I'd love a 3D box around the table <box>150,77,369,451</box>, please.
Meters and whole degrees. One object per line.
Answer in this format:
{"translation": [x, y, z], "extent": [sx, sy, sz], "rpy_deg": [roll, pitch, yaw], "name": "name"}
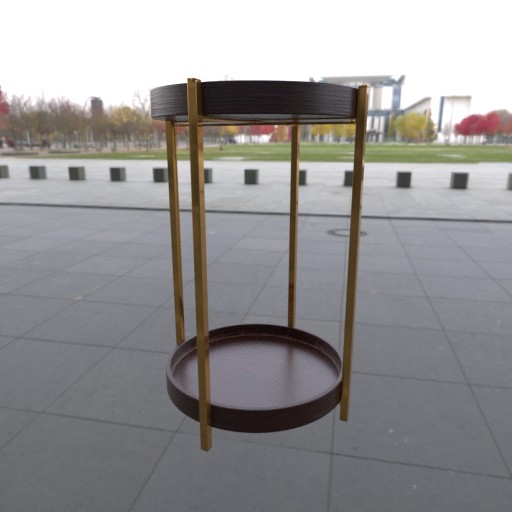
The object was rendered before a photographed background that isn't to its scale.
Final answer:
{"translation": [0.000, 0.000, 0.869], "extent": [0.400, 0.610, 0.400], "rpy_deg": [7, 16, 26], "name": "table"}
